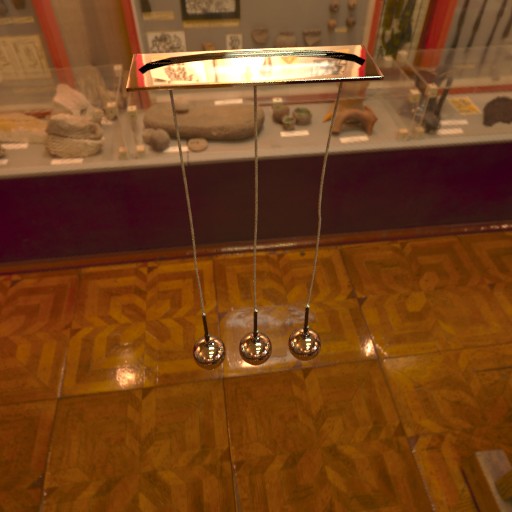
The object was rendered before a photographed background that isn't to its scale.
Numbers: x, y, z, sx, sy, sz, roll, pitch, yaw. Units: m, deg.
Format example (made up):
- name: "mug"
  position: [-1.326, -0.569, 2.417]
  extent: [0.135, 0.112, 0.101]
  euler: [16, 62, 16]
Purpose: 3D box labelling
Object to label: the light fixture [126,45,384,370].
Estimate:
- name: "light fixture"
  position: [0.000, 0.000, 1.626]
  extent: [0.623, 1.408, 0.188]
  euler: [-4, 47, -4]
